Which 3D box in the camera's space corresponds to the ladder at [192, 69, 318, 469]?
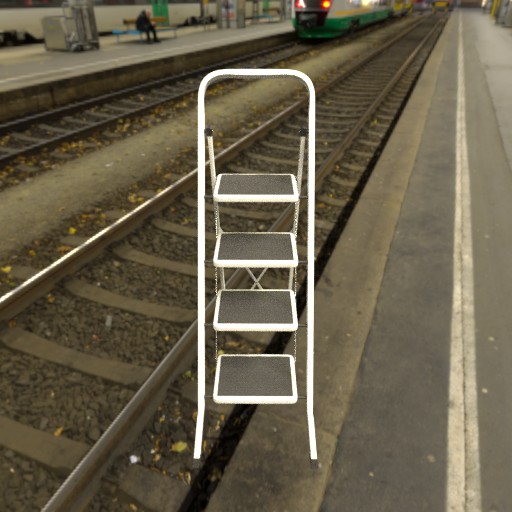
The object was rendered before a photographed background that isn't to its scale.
[{"bbox_3d":[0.000,0.000,1.694,0.460,1.265,0.914,0,30,0],"label":"ladder"}]
